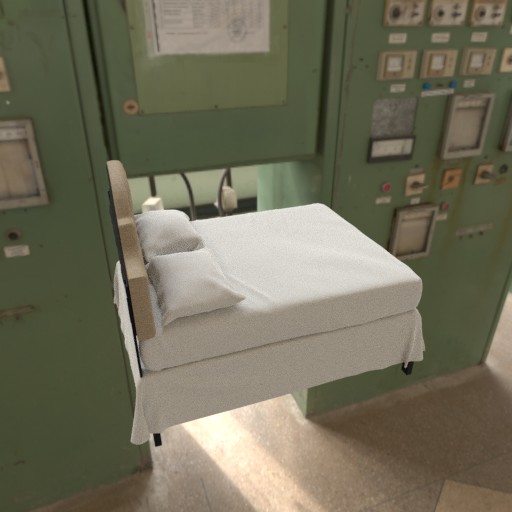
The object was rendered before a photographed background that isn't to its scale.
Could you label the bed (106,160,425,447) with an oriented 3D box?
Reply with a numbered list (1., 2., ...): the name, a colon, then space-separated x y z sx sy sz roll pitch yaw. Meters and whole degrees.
1. bed: 0.000 0.000 3.416 2.222 1.634 1.780 -10 30 -17
